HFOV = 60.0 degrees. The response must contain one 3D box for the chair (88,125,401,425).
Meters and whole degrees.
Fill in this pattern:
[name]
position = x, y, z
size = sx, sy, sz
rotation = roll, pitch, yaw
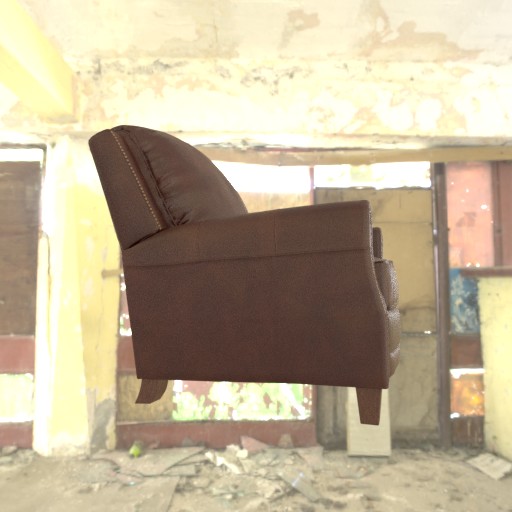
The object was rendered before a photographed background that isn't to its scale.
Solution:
[chair]
position = 0.000, 0.000, 1.765
size = 1.089, 1.022, 0.826
rotation = -1, -3, 19
